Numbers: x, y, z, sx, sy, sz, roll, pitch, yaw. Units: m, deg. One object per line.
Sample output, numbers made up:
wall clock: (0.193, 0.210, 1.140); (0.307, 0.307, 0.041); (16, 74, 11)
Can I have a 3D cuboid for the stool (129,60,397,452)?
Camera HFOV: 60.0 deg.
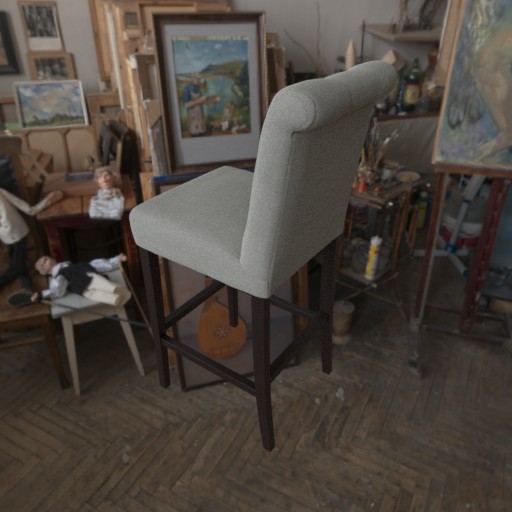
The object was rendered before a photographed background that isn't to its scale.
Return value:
stool: (0.000, 0.000, 1.407); (0.601, 1.140, 0.493); (20, 37, 29)
